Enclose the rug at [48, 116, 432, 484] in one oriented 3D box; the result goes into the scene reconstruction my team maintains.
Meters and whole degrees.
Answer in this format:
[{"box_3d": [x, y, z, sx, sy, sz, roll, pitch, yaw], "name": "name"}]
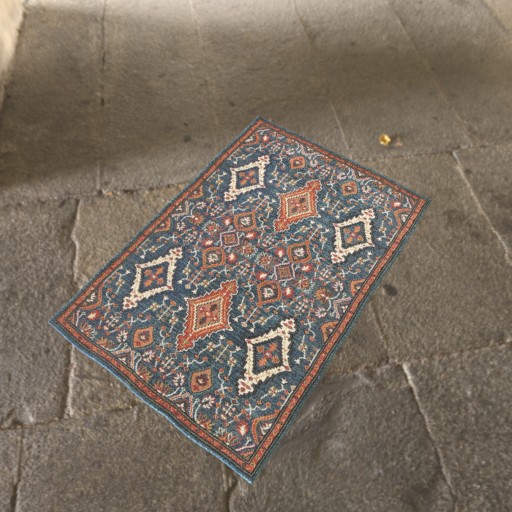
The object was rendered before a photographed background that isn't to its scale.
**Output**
[{"box_3d": [0.000, 0.000, 3.095, 1.622, 0.009, 2.373, 31, 63, 18], "name": "rug"}]
